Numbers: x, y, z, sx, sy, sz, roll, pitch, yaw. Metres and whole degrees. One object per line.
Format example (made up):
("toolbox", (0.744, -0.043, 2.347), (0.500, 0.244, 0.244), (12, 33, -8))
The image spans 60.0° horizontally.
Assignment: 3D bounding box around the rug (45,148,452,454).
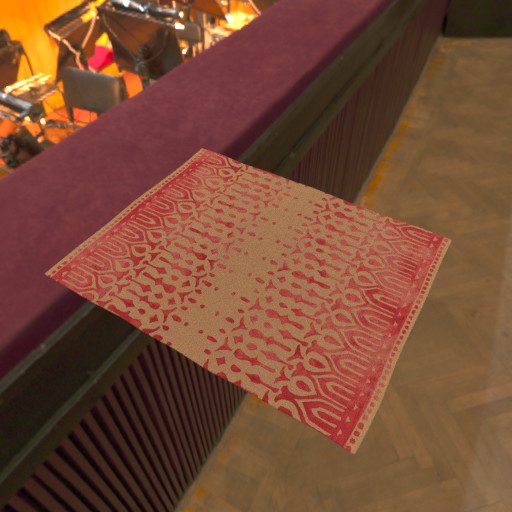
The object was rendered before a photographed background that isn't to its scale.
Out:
("rug", (0.000, 0.000, 4.232), (3.095, 0.016, 2.441), (24, 51, 21))
